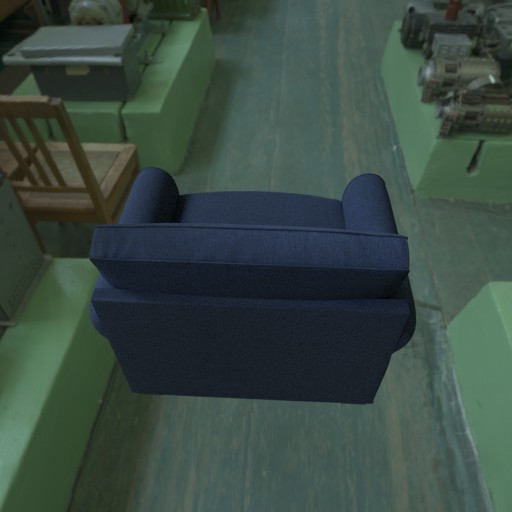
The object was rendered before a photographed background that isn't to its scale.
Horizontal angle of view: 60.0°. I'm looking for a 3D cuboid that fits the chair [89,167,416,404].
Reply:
[{"bbox_3d":[0.000,0.000,2.041,1.285,1.044,0.963,2,47,2],"label":"chair"}]
